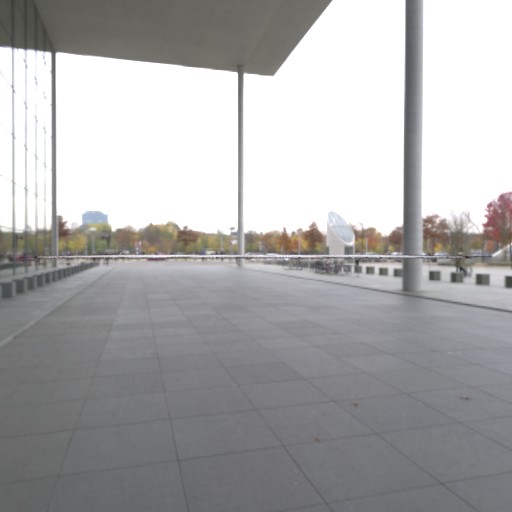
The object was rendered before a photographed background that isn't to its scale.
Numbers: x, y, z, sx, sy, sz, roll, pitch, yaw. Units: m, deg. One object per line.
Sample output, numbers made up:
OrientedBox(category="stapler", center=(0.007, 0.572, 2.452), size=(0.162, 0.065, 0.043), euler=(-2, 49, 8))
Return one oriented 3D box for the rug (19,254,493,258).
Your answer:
OrientedBox(category="rug", center=(0.000, 0.000, 2.288), size=(1.848, 0.012, 1.217), euler=(0, 0, 0))
